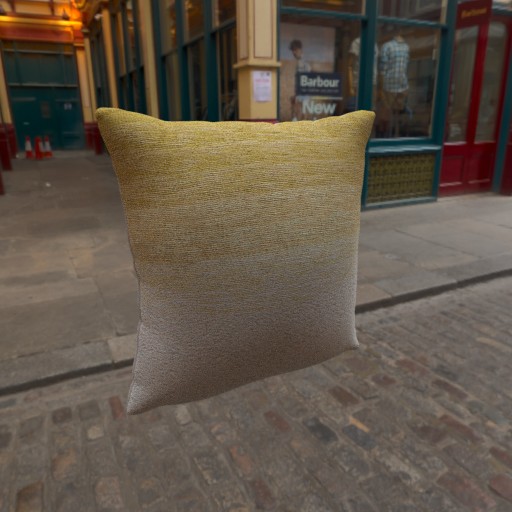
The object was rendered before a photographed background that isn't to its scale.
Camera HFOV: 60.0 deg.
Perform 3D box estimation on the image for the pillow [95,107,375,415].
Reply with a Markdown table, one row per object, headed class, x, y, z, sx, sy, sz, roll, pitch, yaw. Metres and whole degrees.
| class | x | y | z | sx | sy | sz | roll | pitch | yaw |
| --- | --- | --- | --- | --- | --- | --- | --- | --- | --- |
| pillow | 0.000 | 0.000 | 0.714 | 0.450 | 0.450 | 0.211 | -9 | 20 | -26 |
